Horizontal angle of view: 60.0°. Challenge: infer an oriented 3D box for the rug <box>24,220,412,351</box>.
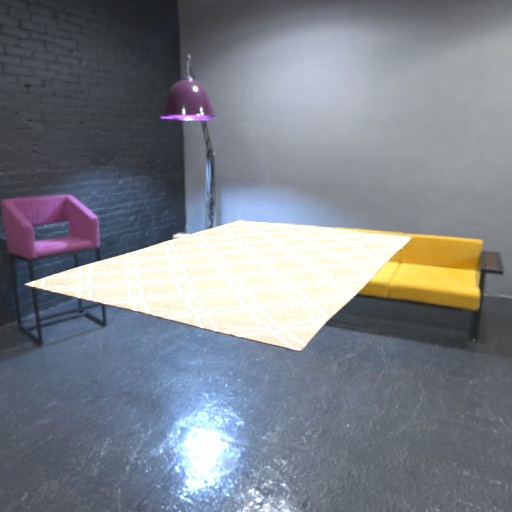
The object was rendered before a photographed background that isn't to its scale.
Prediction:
[{"bbox_3d":[0.000,0.000,2.775,1.524,0.013,2.135,8,16,28],"label":"rug"}]
